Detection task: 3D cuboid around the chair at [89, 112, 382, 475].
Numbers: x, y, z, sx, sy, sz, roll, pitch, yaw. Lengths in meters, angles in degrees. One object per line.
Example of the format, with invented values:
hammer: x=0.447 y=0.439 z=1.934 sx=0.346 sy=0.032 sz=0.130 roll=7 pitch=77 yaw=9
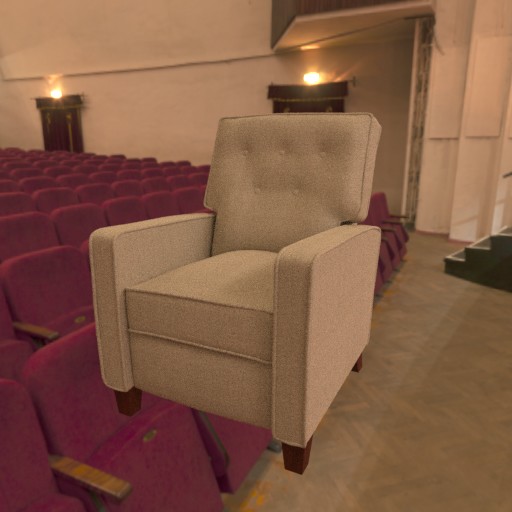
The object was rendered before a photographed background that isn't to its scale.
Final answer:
chair: x=0.000 y=0.000 z=1.391 sx=0.648 sy=0.888 sz=0.754 roll=7 pitch=16 yaw=26
